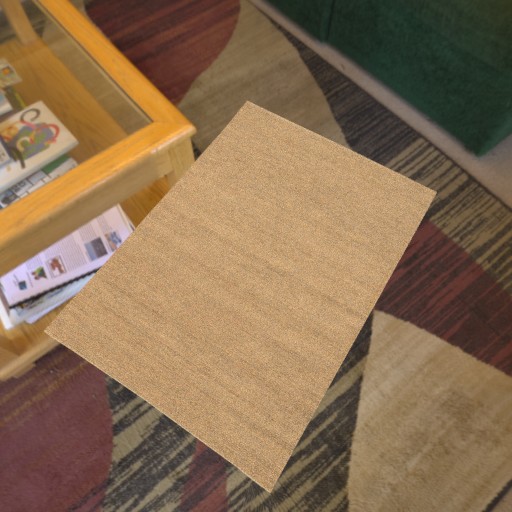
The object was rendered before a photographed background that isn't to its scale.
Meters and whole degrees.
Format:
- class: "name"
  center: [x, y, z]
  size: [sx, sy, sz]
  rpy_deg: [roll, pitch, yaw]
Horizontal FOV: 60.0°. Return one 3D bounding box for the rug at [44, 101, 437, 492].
- class: "rug"
  center: [0.000, 0.000, 2.926]
  size: [1.624, 0.030, 2.264]
  rpy_deg: [30, 67, 14]
